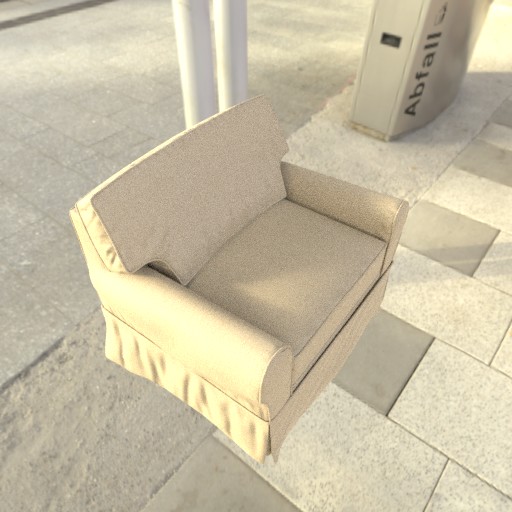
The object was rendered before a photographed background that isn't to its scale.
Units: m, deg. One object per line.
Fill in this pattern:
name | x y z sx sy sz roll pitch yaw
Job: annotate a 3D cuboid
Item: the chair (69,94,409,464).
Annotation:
chair | 0.000 0.000 1.822 0.903 0.937 1.096 27 49 26
